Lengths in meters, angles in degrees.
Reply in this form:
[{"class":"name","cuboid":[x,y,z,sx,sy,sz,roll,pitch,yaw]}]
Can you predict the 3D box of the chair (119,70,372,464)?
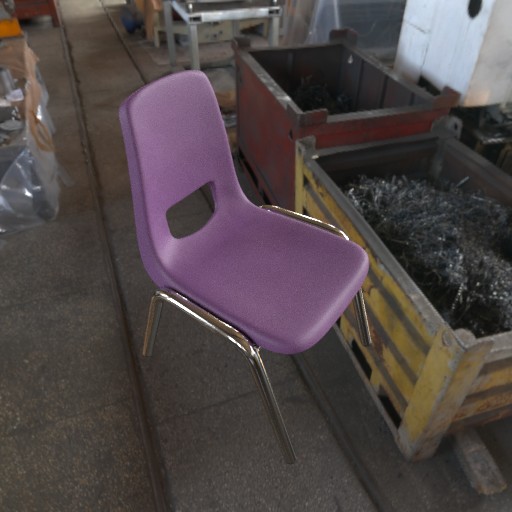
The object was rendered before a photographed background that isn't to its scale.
[{"class":"chair","cuboid":[0.000,0.000,0.832,0.419,0.584,0.356,25,47,26]}]
